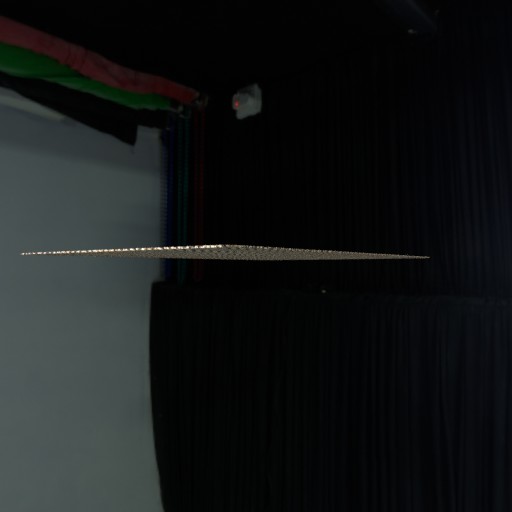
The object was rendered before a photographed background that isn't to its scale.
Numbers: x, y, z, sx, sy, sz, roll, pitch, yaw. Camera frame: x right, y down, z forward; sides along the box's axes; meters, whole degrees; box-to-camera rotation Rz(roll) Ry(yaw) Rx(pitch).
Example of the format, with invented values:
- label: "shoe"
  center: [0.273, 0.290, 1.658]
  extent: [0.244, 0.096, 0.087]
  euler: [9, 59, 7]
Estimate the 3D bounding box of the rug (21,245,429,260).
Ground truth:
- label: "rug"
  center: [0.000, 0.000, 2.289]
  extent: [1.219, 0.008, 1.828]
  euler: [-1, -2, 38]
